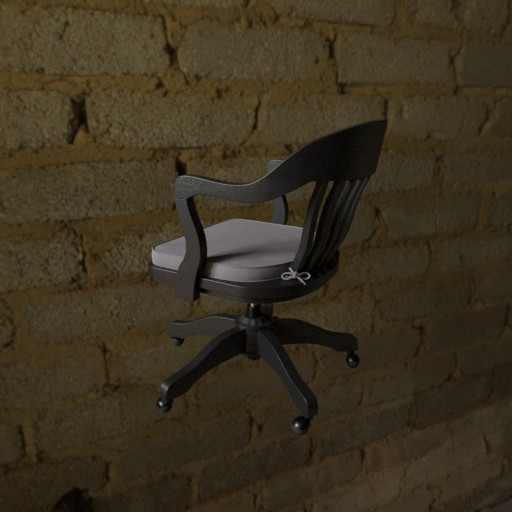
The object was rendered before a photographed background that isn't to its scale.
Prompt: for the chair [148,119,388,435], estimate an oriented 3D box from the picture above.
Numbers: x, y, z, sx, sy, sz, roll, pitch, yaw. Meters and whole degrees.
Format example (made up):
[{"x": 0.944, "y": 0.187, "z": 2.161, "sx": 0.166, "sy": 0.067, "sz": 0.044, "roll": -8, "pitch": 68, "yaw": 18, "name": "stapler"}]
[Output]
[{"x": 0.000, "y": 0.000, "z": 1.495, "sx": 0.788, "sy": 0.878, "sz": 0.750, "roll": 9, "pitch": 19, "yaw": 27, "name": "chair"}]
